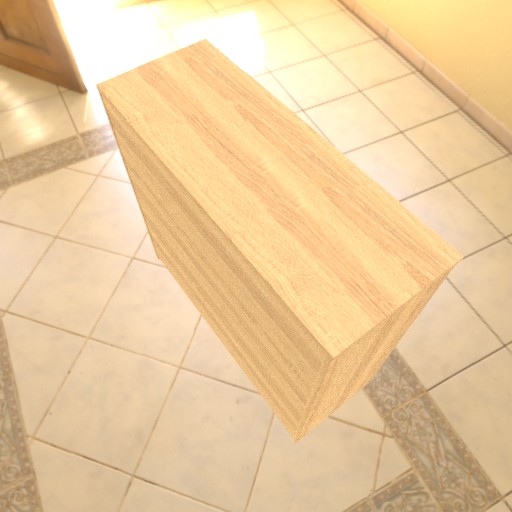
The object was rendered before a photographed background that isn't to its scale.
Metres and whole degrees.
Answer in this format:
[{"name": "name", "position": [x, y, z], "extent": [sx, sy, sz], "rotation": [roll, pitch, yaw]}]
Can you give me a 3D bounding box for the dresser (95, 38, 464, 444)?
[{"name": "dresser", "position": [0.000, 0.000, 1.459], "extent": [0.380, 0.900, 0.980], "rotation": [-32, 63, -19]}]
